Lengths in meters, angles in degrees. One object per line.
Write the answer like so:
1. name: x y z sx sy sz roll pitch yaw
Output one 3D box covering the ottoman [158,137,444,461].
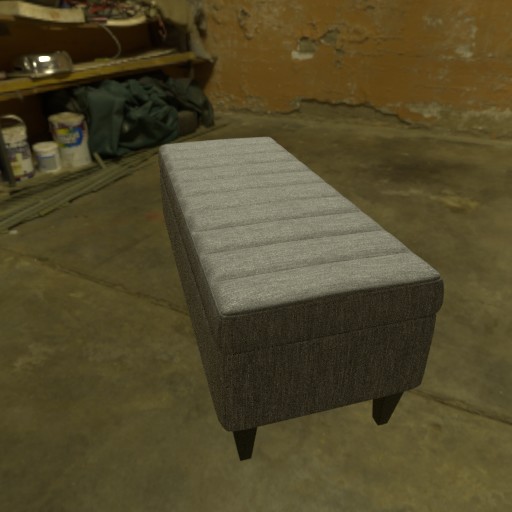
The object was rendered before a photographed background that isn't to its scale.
1. ottoman: 0.000 0.000 1.401 0.482 0.469 1.151 -8 30 -14
